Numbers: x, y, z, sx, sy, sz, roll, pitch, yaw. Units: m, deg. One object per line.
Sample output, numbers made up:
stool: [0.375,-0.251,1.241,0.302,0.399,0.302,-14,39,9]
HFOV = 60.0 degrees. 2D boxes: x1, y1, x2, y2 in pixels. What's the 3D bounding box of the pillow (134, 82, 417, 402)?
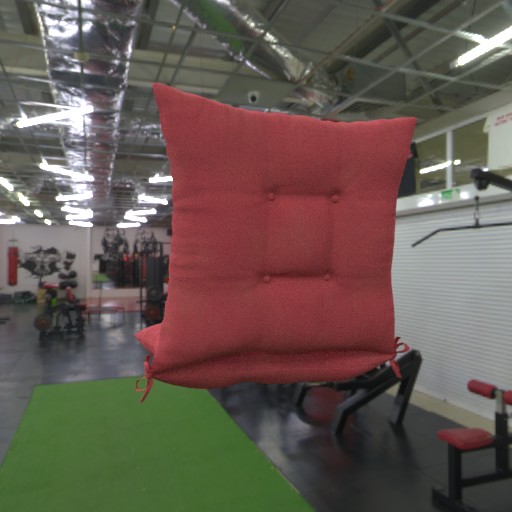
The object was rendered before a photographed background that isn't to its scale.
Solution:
pillow: [0.000,0.000,1.007,0.541,0.536,0.585,0,-1,-18]
